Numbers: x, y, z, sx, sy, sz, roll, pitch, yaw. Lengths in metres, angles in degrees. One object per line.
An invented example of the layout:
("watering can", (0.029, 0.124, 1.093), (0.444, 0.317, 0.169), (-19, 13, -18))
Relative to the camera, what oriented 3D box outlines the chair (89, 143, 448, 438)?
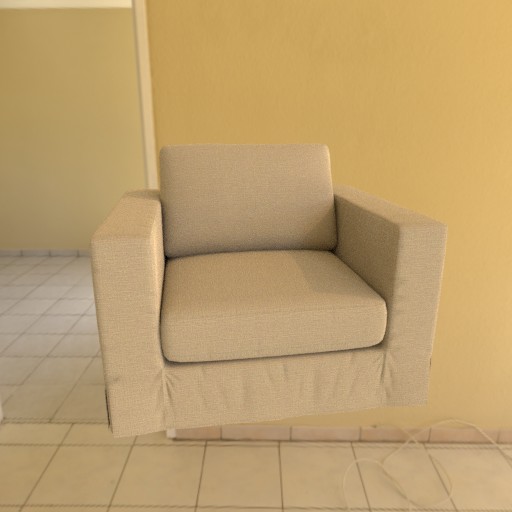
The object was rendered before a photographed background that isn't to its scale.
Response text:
("chair", (0.000, 0.000, 1.825), (1.150, 0.878, 0.957), (-3, 17, -9))
